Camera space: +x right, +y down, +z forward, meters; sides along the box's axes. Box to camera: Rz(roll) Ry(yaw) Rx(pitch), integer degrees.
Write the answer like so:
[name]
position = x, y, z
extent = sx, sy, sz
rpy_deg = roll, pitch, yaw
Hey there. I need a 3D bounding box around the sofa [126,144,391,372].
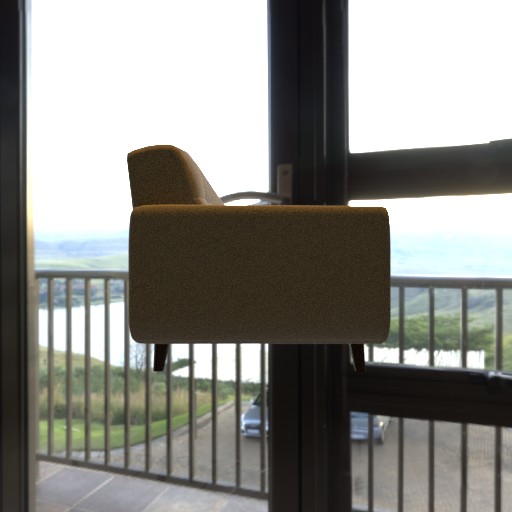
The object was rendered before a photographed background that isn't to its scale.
[sofa]
position = 0.000, 0.000, 2.614
extent = 0.980, 0.892, 2.137
rpy_deg = 0, 0, 0
